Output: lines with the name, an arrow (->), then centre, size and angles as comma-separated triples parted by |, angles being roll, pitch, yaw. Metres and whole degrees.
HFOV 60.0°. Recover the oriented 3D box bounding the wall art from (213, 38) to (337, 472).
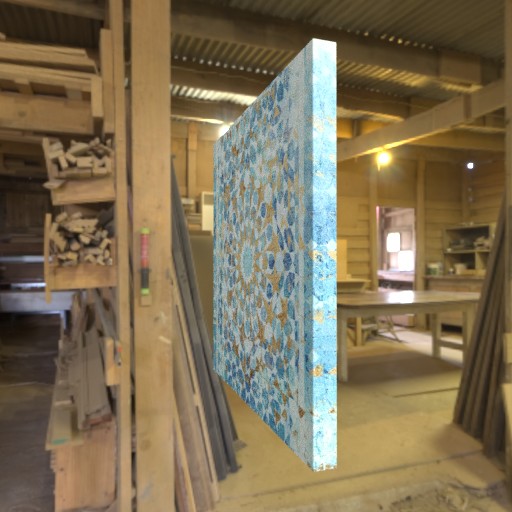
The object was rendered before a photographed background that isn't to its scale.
wall art -> 0.000, 0.000, 0.915 | 0.040, 0.609, 0.609 | 0, 0, -18
